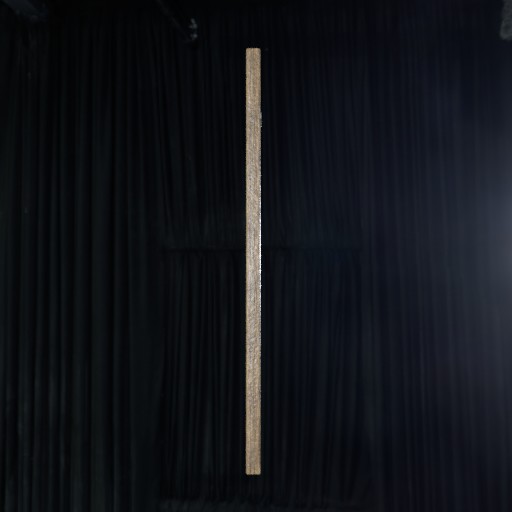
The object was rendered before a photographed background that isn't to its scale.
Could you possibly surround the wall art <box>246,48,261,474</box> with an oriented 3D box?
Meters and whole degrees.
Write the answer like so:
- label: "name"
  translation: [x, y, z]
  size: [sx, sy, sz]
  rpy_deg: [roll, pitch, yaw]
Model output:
- label: "wall art"
  translation: [0.000, 0.000, 0.863]
  size: [0.021, 0.582, 0.561]
  rpy_deg: [0, -1, 1]
